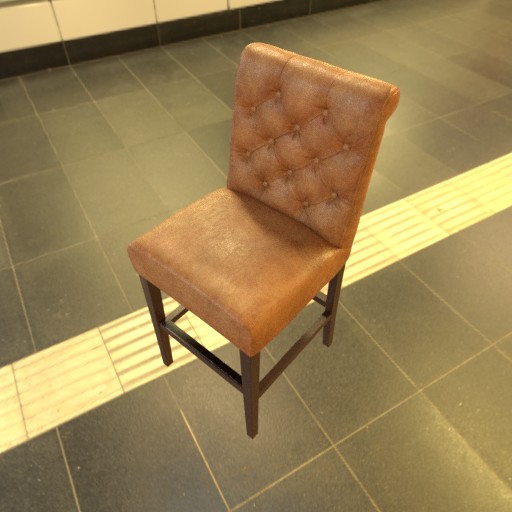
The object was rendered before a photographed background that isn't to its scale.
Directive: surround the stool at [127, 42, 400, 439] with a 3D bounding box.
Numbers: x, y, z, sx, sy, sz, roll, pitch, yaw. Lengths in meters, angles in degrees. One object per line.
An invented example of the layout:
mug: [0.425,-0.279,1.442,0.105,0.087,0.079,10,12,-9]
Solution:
stool: [0.000,0.000,1.388,0.493,1.047,0.601,31,53,27]
